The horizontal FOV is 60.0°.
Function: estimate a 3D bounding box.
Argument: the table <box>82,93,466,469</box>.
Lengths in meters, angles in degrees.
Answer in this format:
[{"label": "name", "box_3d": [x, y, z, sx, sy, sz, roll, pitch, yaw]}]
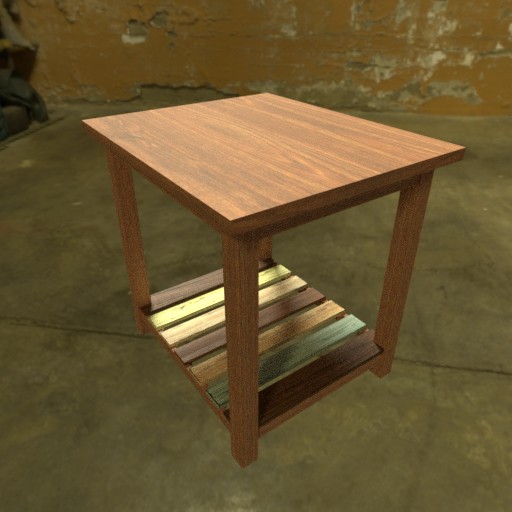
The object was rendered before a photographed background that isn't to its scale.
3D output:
[{"label": "table", "box_3d": [0.000, 0.000, 1.140, 0.559, 0.635, 0.660, -20, 37, -30]}]
